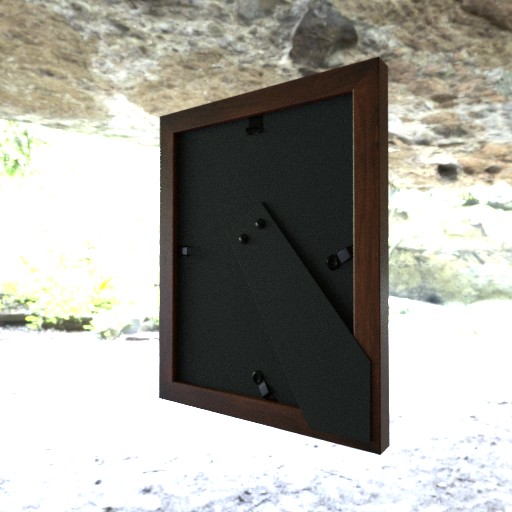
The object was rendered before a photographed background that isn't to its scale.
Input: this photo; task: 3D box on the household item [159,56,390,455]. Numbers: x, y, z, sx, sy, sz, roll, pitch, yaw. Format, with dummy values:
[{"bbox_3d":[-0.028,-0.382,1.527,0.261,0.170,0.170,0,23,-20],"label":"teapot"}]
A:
[{"bbox_3d":[0.000,0.000,0.341,0.200,0.250,0.020,-1,-1,35],"label":"household item"}]
